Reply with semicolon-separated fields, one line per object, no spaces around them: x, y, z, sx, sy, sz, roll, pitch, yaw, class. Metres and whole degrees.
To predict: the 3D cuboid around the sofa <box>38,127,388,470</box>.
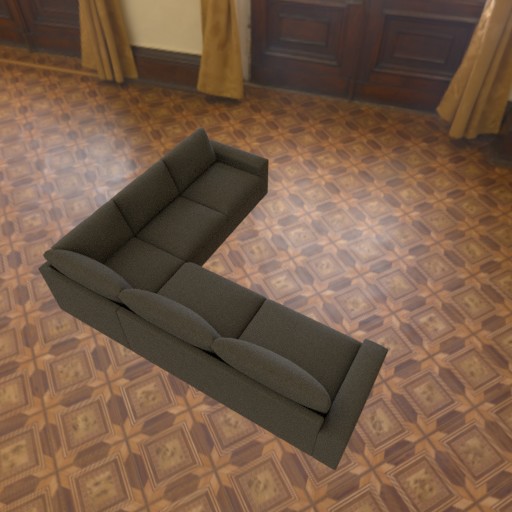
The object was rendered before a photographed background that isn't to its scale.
0.000;0.000;4.834;3.277;0.965;2.895;24;52;20;sofa
